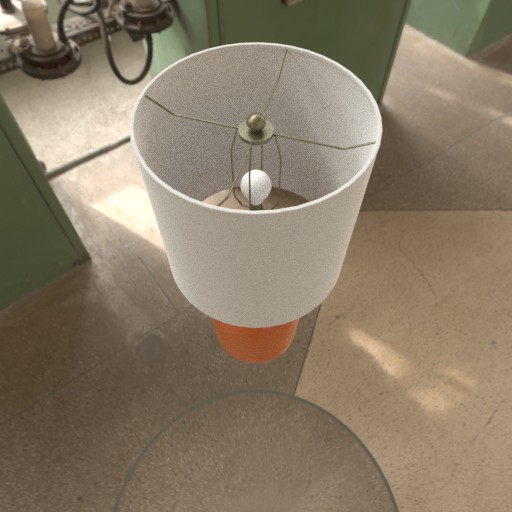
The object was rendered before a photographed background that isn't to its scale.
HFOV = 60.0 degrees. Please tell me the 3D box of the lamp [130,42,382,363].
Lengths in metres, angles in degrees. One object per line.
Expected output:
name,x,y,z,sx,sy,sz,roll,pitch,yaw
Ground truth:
lamp,0.000,0.000,1.106,0.418,0.871,0.418,-30,62,-18
